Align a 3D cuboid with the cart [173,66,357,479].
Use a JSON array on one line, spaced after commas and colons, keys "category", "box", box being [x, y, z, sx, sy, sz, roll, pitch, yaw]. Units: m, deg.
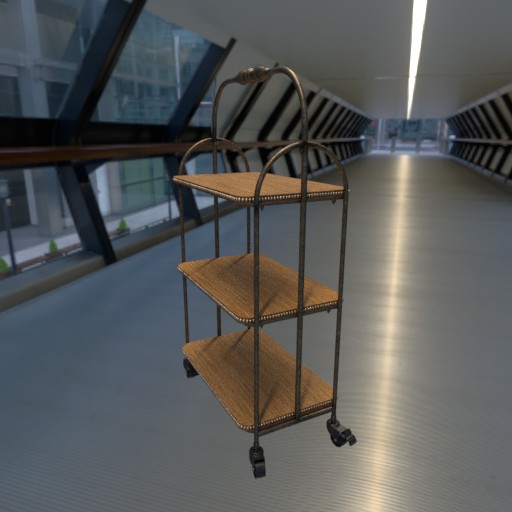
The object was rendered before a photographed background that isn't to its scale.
[{"category": "cart", "box": [0.000, 0.000, 1.332, 0.330, 1.052, 0.650, -8, 18, -26]}]
